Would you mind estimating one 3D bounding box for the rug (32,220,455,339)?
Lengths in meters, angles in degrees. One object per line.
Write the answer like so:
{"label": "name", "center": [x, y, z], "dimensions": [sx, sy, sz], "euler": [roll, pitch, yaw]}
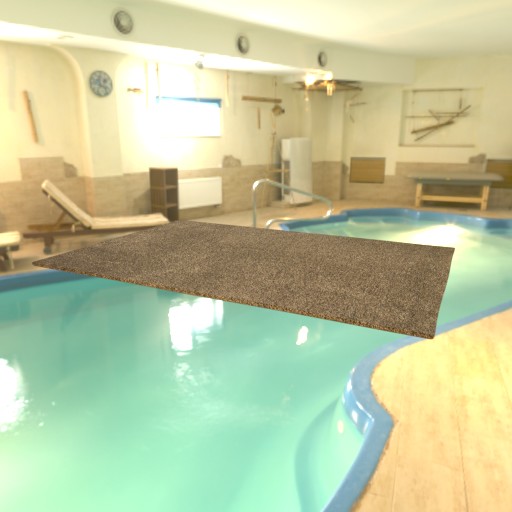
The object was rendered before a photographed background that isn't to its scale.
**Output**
{"label": "rug", "center": [0.000, 0.000, 3.377], "dimensions": [2.699, 0.026, 1.802], "euler": [7, 17, 25]}
